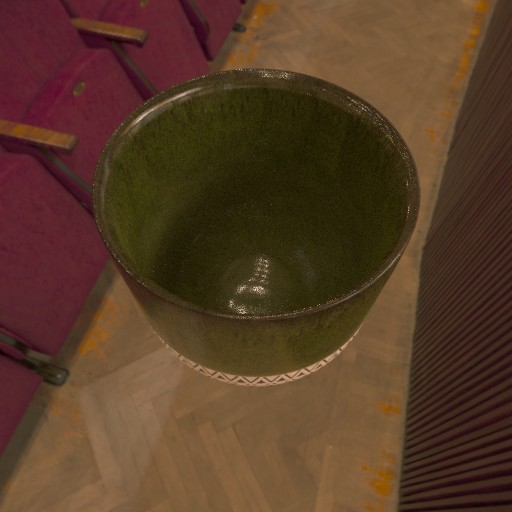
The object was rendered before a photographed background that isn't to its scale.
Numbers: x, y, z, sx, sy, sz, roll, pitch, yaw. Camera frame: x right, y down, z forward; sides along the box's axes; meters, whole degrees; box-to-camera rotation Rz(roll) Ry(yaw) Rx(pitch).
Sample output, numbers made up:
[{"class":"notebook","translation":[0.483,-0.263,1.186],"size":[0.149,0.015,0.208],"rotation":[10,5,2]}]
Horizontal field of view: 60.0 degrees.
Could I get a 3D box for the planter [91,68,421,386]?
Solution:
[{"class":"planter","translation":[0.000,0.000,0.478],"size":[0.266,0.270,0.266],"rotation":[0,58,0]}]
